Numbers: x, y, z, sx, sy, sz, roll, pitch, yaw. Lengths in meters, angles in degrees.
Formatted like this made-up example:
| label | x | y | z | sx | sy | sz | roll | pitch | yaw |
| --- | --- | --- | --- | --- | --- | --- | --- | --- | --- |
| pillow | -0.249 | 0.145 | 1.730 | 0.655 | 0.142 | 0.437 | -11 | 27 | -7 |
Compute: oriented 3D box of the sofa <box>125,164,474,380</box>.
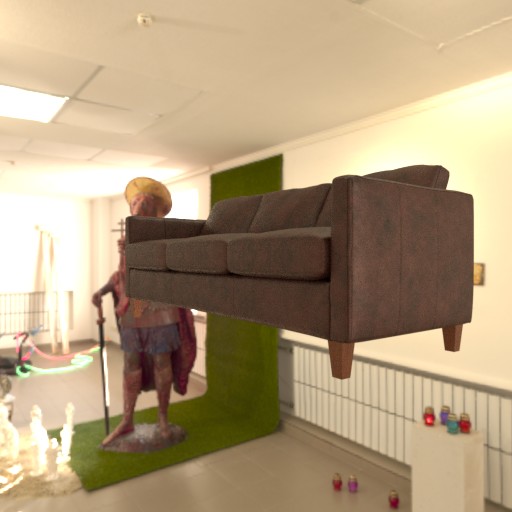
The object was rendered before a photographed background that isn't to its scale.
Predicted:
| label | x | y | z | sx | sy | sz | roll | pitch | yaw |
| --- | --- | --- | --- | --- | --- | --- | --- | --- | --- |
| sofa | 0.000 | 0.000 | 2.973 | 1.045 | 1.006 | 2.464 | 0 | 0 | -37 |
